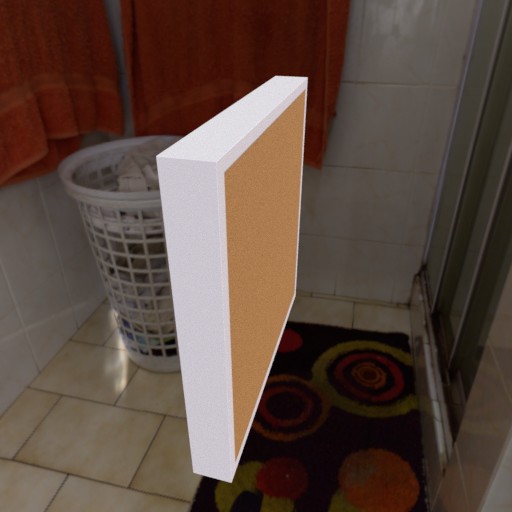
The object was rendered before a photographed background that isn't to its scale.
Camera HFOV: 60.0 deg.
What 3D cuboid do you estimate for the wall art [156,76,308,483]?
[{"bbox_3d":[0.000,0.000,0.460,0.038,0.305,0.305,8,32,13],"label":"wall art"}]
